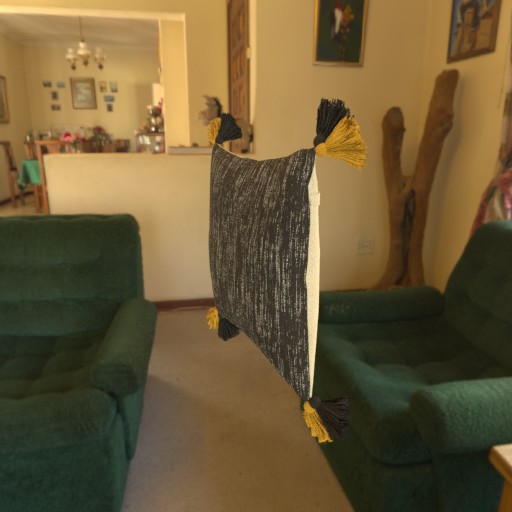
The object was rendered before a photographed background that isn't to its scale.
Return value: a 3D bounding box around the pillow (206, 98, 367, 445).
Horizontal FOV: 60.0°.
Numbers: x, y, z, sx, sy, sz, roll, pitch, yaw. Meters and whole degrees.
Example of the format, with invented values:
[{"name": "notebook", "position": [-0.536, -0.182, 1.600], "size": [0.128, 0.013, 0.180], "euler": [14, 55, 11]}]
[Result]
[{"name": "pillow", "position": [0.000, 0.000, 1.010], "size": [0.139, 0.659, 0.654], "euler": [-7, 17, -25]}]
